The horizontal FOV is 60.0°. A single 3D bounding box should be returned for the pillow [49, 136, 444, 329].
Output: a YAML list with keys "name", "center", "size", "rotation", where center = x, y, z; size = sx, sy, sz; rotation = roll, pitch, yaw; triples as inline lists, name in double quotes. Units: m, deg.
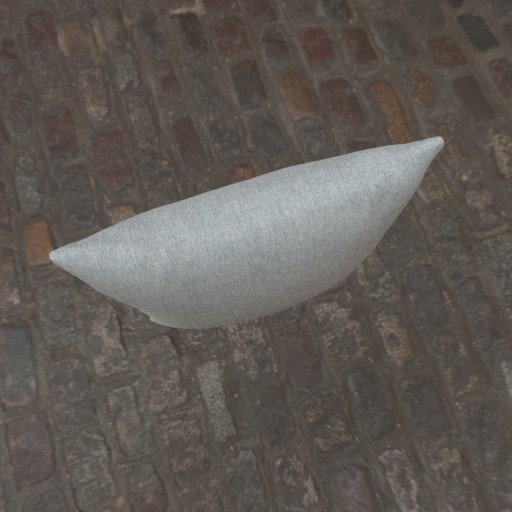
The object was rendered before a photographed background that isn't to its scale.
- name: "pillow"
  center: [0.000, 0.000, 0.670]
  size: [0.433, 0.436, 0.173]
  rotation: [-17, 77, -4]
